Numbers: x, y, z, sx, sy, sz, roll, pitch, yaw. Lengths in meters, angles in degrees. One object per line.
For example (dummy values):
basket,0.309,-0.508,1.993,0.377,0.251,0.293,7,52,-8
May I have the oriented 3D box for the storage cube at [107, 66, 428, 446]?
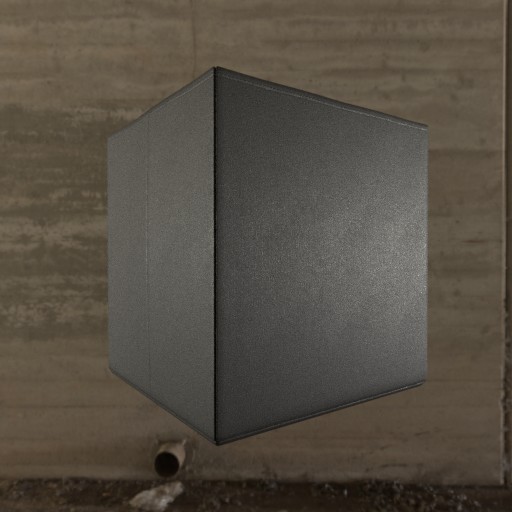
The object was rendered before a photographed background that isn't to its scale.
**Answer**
storage cube,0.000,0.000,0.506,0.270,0.280,0.270,-1,1,-36
